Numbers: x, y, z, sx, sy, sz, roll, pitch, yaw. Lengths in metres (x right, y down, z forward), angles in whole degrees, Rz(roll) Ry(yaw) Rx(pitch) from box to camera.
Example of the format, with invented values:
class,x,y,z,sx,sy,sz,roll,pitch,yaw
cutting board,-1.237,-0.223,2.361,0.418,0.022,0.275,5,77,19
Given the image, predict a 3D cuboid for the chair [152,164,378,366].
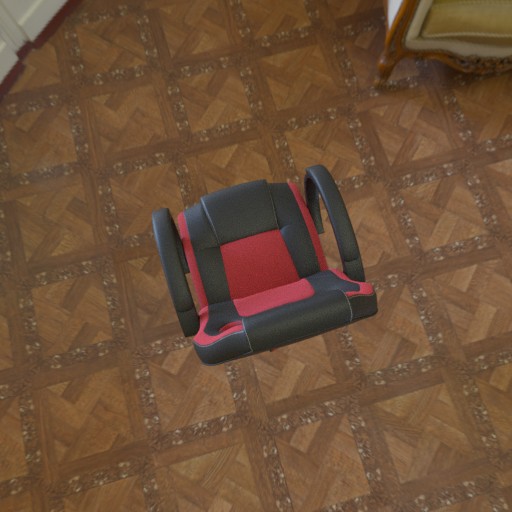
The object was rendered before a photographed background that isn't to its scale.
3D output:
class,x,y,z,sx,sy,sz,roll,pitch,yaw
chair,0.000,0.000,1.666,0.673,1.187,0.724,-17,76,-4
